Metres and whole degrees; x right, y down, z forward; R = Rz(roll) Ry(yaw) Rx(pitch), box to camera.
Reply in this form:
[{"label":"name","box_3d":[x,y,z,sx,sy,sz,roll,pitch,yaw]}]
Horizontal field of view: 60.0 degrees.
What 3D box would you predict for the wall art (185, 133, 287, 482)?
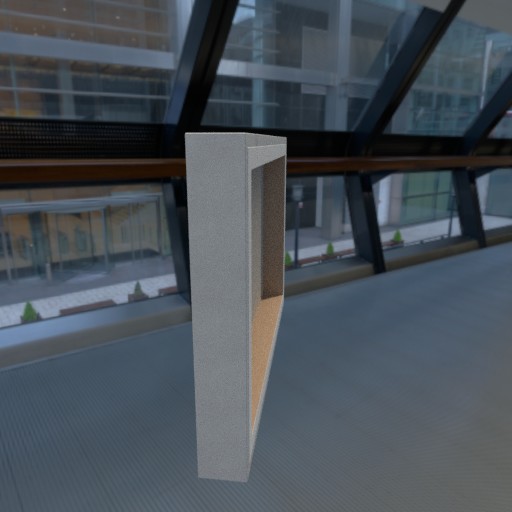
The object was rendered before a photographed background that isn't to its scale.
[{"label":"wall art","box_3d":[0.000,0.000,0.487,0.038,0.254,0.381,2,15,7]}]
